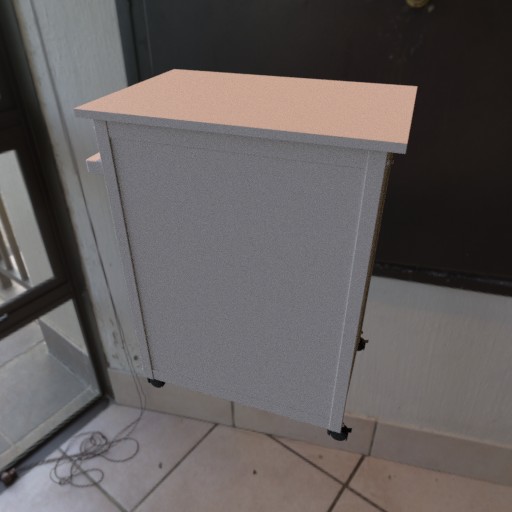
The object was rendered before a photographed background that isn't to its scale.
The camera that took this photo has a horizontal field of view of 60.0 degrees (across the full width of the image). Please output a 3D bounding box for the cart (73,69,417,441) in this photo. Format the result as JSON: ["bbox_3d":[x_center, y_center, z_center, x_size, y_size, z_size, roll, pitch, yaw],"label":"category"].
[{"bbox_3d":[0.000,0.000,1.239,0.683,0.864,0.442,11,35,16],"label":"cart"}]
